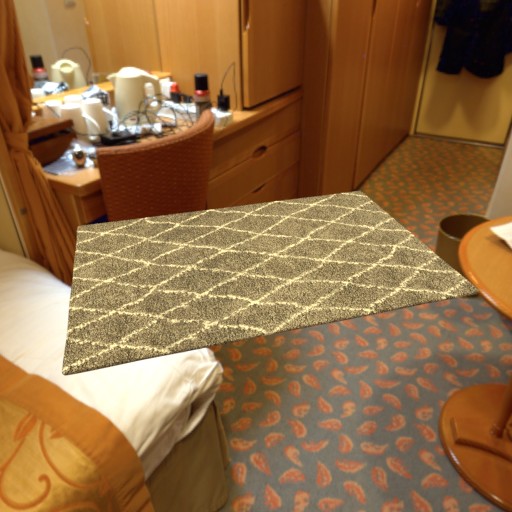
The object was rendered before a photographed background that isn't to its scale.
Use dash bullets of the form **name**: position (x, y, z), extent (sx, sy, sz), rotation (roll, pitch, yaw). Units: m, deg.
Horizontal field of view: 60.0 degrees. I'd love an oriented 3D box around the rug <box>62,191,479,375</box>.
- **rug**: position (0.000, 0.000, 3.487), extent (2.743, 0.030, 1.778), rotation (-9, 33, -14)
